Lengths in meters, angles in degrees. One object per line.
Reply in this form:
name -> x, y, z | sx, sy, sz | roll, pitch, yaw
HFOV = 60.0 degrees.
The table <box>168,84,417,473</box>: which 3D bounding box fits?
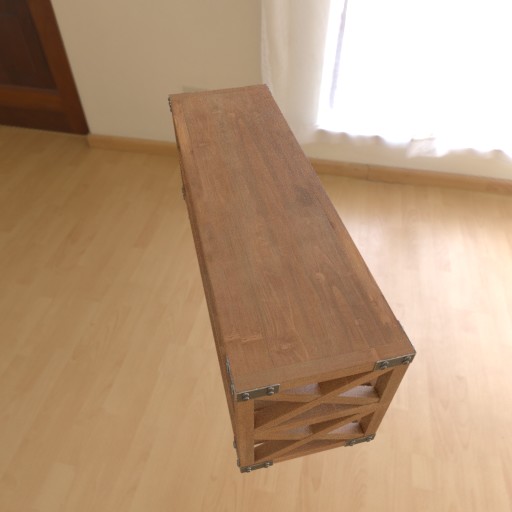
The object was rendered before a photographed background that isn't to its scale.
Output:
table -> 0.000, 0.000, 1.798 | 0.467, 0.711, 1.487 | -10, 47, -9
